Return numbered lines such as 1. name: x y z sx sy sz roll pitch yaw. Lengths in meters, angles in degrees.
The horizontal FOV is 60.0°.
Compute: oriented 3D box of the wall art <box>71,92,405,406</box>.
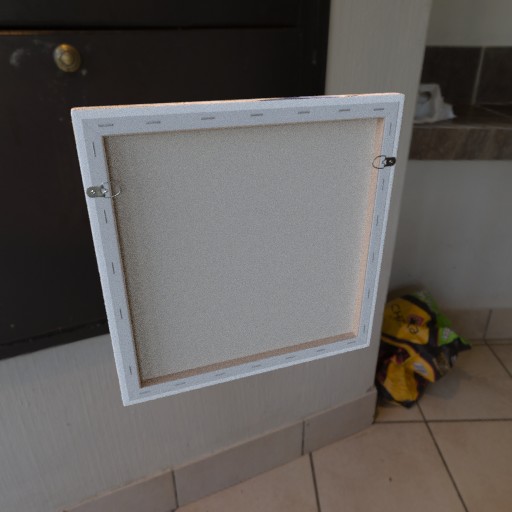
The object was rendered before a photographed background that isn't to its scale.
1. wall art: 0.000 0.000 1.366 0.912 0.914 0.039 -9 28 -18
